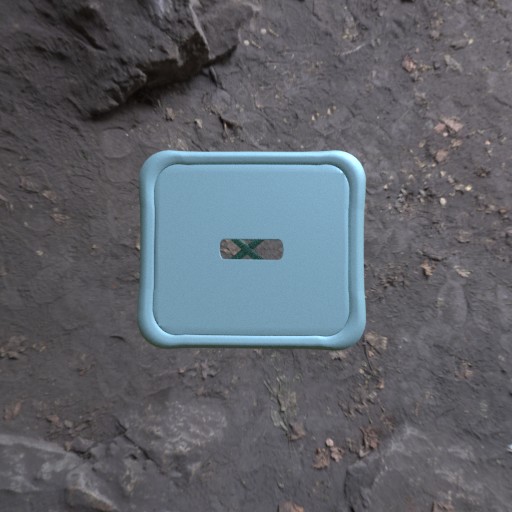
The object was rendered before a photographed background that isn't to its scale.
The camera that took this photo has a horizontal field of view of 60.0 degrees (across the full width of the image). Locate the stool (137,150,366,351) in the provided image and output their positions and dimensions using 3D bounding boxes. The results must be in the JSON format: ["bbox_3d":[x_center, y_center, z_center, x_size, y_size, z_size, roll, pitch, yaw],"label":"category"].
[{"bbox_3d":[0.000,0.000,0.863,0.399,0.609,0.359,0,88,1],"label":"stool"}]
